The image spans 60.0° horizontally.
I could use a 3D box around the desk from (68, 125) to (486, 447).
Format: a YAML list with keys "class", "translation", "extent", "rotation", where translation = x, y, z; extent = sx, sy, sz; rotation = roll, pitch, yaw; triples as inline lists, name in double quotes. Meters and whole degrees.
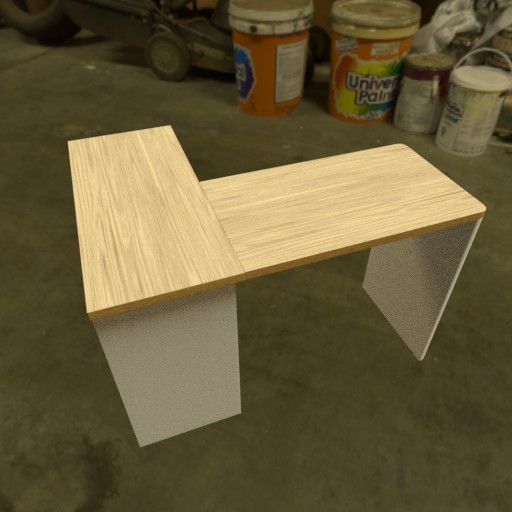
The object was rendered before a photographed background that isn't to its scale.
- class: "desk"
  translation: [0.000, 0.000, 1.747]
  extent: [1.170, 0.760, 0.900]
  rotation: [-14, 44, -15]
